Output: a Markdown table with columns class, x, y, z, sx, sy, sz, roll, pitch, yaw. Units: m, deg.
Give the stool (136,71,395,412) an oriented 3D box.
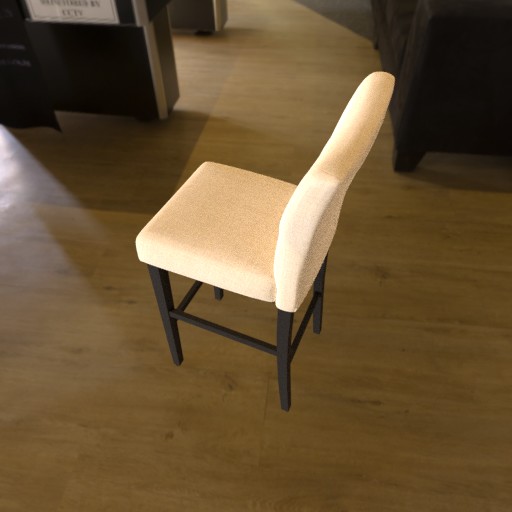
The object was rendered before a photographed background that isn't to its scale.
| class | x | y | z | sx | sy | sz | roll | pitch | yaw |
| --- | --- | --- | --- | --- | --- | --- | --- | --- | --- |
| stool | 0.000 | 0.000 | 1.460 | 0.603 | 1.124 | 0.516 | 17 | 48 | 16 |
